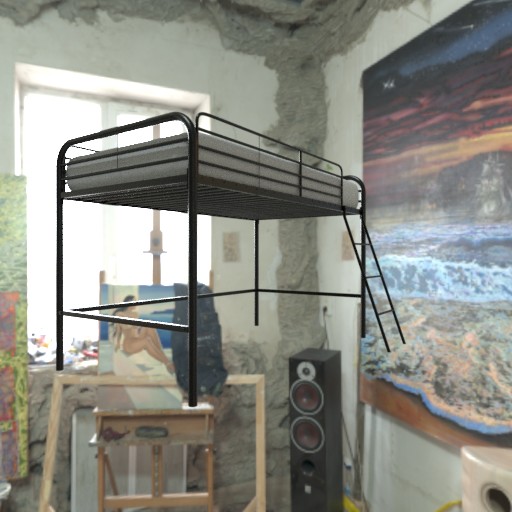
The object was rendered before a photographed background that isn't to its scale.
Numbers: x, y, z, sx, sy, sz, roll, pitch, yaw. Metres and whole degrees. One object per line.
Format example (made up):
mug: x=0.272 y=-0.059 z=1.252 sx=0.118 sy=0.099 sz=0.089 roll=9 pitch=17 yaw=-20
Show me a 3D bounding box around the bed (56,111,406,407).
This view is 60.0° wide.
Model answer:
bed: x=0.000 y=0.000 z=2.896 sx=1.393 sy=1.289 sz=1.968 roll=0 pitch=0 yaw=35
